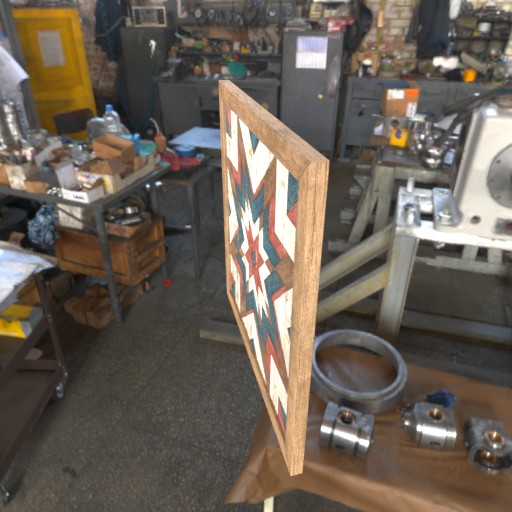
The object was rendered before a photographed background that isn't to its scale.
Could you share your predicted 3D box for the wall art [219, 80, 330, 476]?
[{"bbox_3d":[0.000,0.000,1.064,0.029,0.691,0.695,-7,31,-12],"label":"wall art"}]
